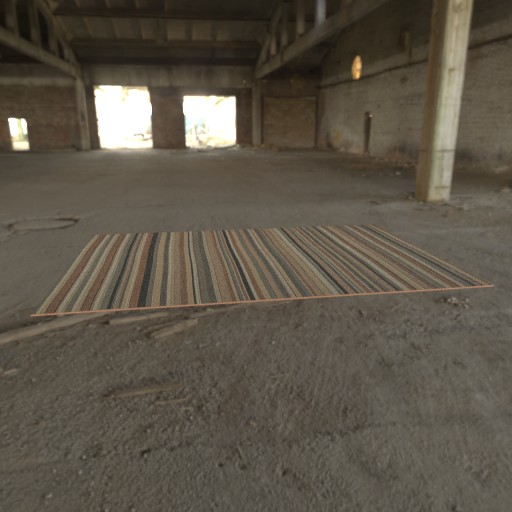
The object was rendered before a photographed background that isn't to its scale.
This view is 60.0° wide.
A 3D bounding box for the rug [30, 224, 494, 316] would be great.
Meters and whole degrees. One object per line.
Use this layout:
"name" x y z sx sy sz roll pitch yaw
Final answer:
"rug" 0.000 0.000 2.293 1.829 0.008 1.219 -3 17 -9
